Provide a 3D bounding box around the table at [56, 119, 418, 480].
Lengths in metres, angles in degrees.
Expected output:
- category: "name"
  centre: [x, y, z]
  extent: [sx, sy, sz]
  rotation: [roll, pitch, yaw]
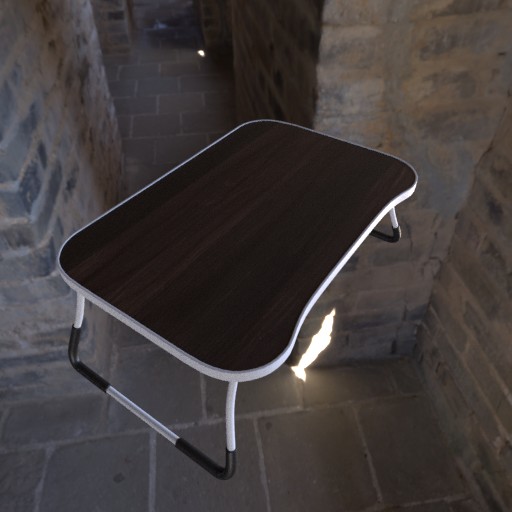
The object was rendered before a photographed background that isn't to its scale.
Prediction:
- category: "table"
  centre: [0.000, 0.000, 0.840]
  extent: [0.400, 0.232, 0.660]
  rotation: [26, 49, 25]
